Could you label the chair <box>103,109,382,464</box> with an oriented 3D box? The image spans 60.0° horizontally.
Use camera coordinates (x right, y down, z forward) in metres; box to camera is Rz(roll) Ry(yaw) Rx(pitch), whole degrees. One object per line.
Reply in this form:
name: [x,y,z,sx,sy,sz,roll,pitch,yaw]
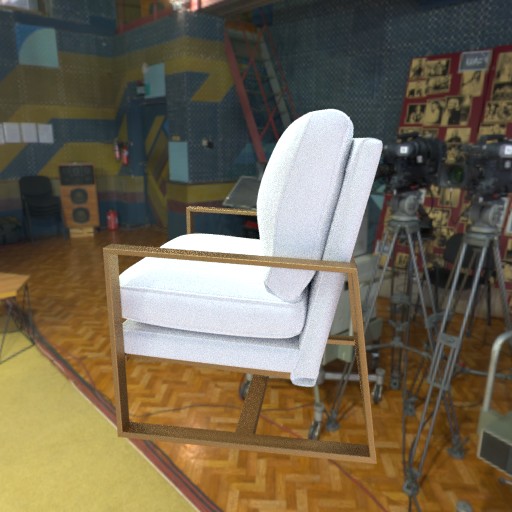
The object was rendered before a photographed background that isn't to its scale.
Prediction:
chair: [0.000,0.000,1.562,0.813,0.966,0.805,2,15,8]
